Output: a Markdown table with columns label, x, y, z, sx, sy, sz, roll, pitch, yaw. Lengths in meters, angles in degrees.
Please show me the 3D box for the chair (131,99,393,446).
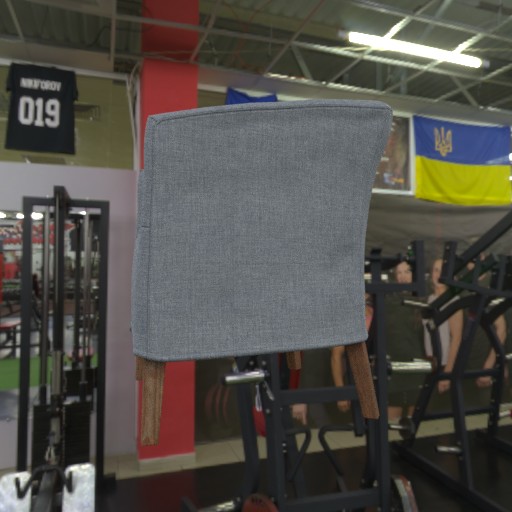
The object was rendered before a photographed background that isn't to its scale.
| label | x | y | z | sx | sy | sz | roll | pitch | yaw |
| --- | --- | --- | --- | --- | --- | --- | --- | --- | --- |
| chair | 0.000 | 0.000 | 1.241 | 0.668 | 0.771 | 0.600 | 0 | -1 | -16 |
